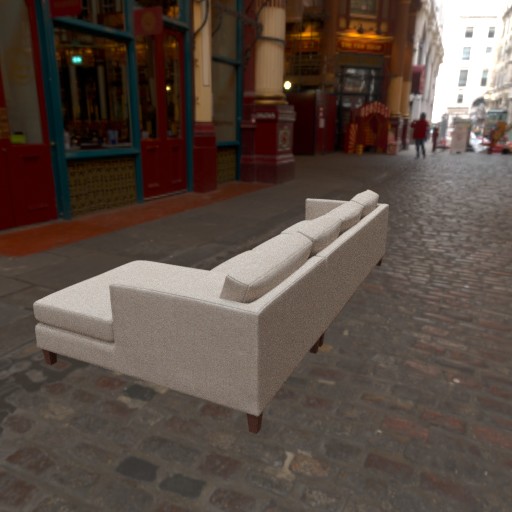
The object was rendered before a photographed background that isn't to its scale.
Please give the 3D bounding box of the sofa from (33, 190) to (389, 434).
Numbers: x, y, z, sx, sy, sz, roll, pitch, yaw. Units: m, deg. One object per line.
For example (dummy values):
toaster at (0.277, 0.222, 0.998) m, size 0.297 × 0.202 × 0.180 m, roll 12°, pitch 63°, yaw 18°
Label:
sofa at (0.000, 0.000, 3.812) m, size 1.625 × 0.846 × 3.186 m, roll 8°, pitch 19°, yaw 25°
